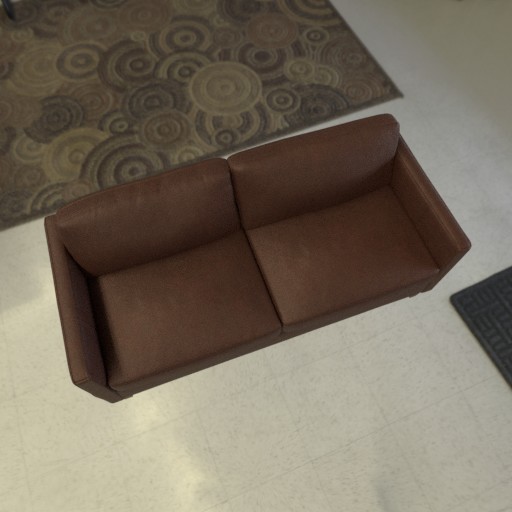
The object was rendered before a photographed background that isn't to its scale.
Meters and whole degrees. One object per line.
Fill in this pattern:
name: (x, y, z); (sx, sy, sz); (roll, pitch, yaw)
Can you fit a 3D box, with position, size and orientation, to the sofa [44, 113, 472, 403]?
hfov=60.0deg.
sofa: (0.000, 0.000, 2.402); (1.971, 0.863, 0.923); (-18, 65, -9)
